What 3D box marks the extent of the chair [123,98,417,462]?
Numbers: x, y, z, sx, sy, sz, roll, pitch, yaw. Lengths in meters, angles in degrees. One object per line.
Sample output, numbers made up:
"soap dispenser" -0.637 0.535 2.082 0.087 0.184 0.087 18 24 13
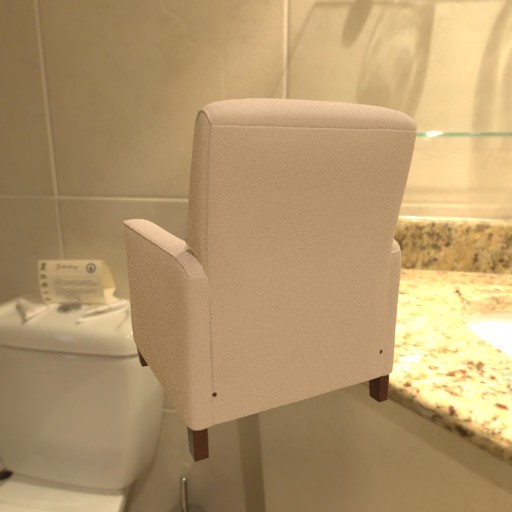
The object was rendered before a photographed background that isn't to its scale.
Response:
"chair" 0.000 0.000 1.647 0.841 1.028 0.858 -7 15 -26
